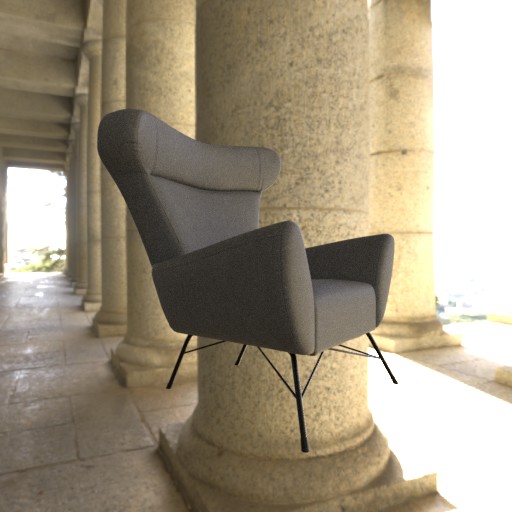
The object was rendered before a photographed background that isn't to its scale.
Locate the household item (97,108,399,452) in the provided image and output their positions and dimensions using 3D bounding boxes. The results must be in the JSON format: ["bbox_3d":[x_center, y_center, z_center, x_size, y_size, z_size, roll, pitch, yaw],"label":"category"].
[{"bbox_3d":[0.000,0.000,1.763,0.900,1.050,0.980,1,1,36],"label":"household item"}]
